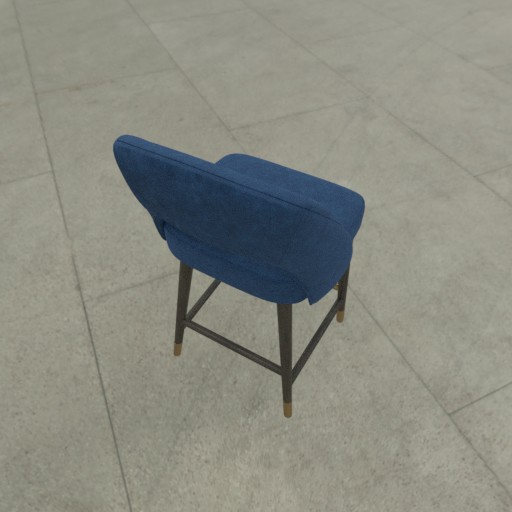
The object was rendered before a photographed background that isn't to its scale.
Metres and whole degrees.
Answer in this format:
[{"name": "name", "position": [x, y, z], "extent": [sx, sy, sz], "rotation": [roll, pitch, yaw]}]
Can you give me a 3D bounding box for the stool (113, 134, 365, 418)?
[{"name": "stool", "position": [0.000, 0.000, 1.264], "extent": [0.536, 0.925, 0.524], "rotation": [23, 51, 20]}]
